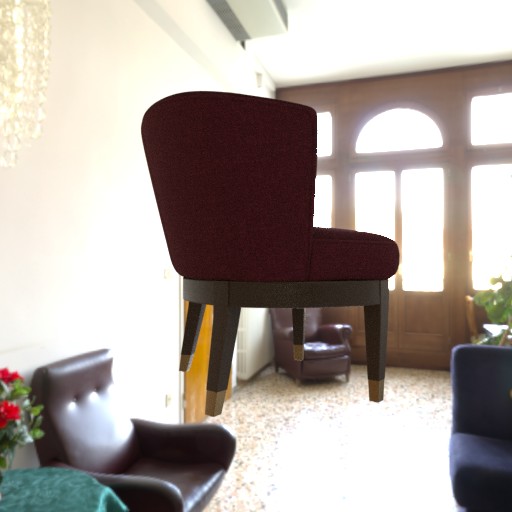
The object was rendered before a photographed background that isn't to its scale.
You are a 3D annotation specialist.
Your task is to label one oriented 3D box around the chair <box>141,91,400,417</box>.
[{"bbox_3d":[0.000,0.000,1.315,0.660,0.760,0.700,0,-1,-18],"label":"chair"}]
